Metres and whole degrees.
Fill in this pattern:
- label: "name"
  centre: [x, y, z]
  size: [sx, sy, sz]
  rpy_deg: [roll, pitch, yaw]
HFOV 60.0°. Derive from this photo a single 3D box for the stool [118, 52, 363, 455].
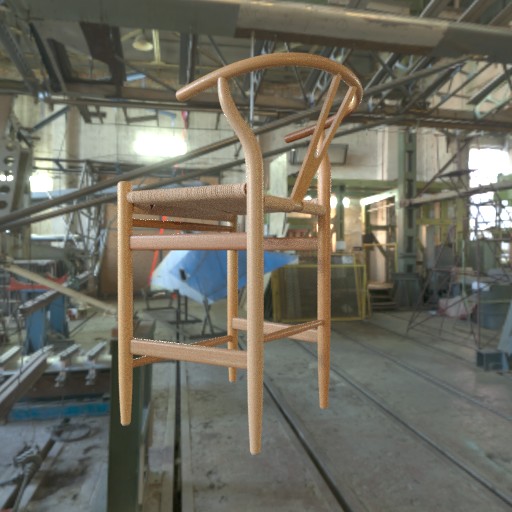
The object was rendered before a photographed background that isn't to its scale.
- label: "stool"
  centre: [0.000, 0.000, 1.256]
  size: [0.575, 0.923, 0.536]
  rpy_deg: [0, 1, 35]
